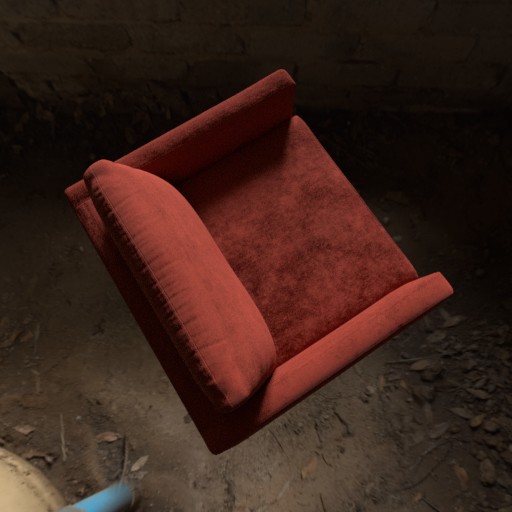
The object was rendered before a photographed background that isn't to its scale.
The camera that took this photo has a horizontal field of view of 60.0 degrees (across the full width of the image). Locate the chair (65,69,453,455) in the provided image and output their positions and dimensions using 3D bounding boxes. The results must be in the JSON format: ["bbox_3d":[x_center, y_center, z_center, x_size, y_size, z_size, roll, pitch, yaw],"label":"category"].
[{"bbox_3d":[0.000,0.000,1.572,0.875,0.812,0.964,-32,77,-8],"label":"chair"}]
